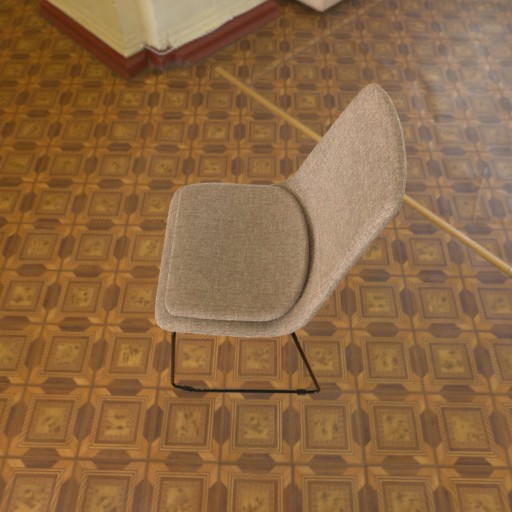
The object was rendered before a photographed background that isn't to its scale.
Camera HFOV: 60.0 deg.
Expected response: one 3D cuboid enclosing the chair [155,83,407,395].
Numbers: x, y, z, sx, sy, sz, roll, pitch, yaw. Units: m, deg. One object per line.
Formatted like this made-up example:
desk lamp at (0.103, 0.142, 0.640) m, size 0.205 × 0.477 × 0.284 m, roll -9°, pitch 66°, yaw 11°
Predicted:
chair at (0.000, 0.000, 1.137) m, size 0.518 × 0.858 × 0.479 m, roll 1°, pitch 58°, yaw 0°
